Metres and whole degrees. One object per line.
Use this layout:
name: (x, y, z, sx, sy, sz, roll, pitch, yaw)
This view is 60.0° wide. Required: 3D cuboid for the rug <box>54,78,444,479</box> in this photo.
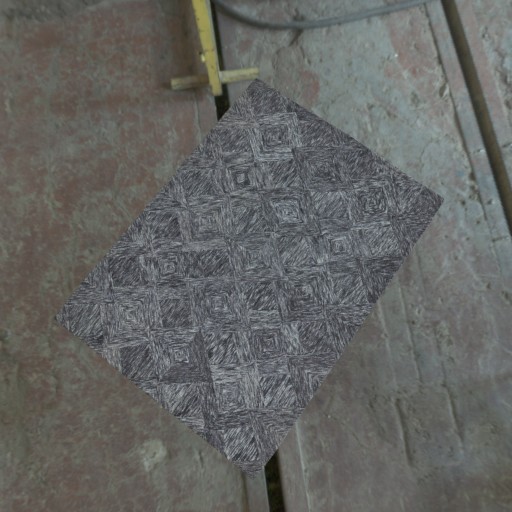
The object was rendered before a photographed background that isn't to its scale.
rug: (0.000, 0.000, 5.442, 2.997, 0.020, 4.093, 36, 79, 8)
